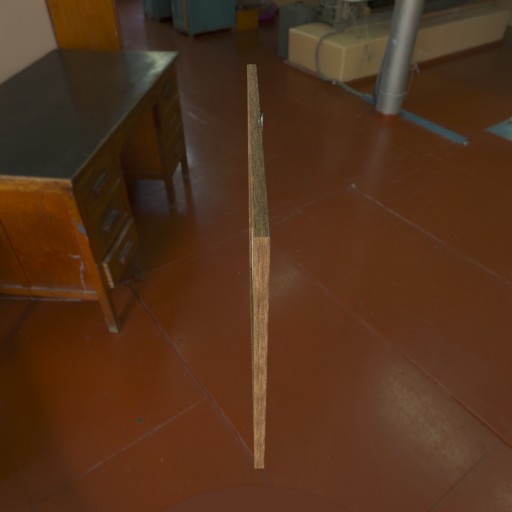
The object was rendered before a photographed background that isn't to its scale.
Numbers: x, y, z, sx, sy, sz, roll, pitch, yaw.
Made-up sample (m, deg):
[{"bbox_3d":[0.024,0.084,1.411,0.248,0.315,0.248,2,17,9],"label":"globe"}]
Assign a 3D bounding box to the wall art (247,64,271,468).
[{"bbox_3d":[0.000,0.000,0.862,0.021,0.582,0.561,-1,41,-1],"label":"wall art"}]
